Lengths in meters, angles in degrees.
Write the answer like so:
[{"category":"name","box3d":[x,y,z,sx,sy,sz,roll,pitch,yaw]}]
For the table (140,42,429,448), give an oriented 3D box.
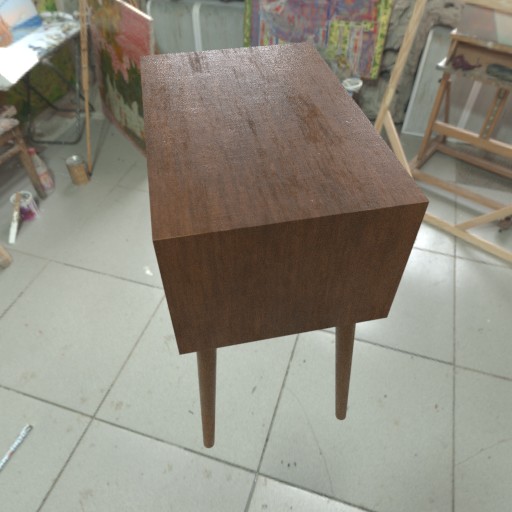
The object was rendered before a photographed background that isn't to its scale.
[{"category":"table","box3d":[0.000,0.000,0.829,0.307,0.580,0.454,-9,47,-8]}]
